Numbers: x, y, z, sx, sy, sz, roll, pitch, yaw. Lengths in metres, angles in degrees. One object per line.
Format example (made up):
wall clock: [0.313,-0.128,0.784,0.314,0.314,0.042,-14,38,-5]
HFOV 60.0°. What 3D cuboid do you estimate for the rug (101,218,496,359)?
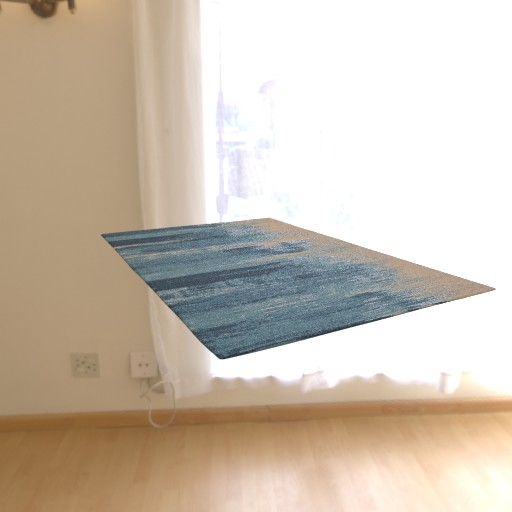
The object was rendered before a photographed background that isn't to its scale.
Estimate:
rug: [0.000,0.000,2.276,1.232,0.009,1.836,-8,17,-28]
